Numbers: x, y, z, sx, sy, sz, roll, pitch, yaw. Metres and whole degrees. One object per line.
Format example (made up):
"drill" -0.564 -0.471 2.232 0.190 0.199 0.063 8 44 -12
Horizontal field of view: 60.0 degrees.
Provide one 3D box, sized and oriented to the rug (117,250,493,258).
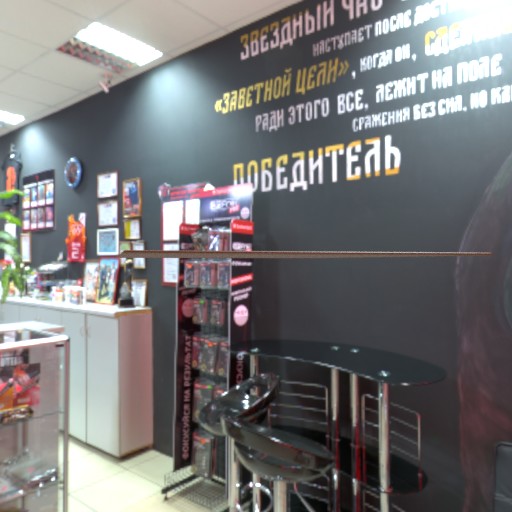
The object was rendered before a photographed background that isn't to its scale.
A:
"rug" 0.000 0.000 4.072 2.413 0.020 3.041 0 -1 -18
